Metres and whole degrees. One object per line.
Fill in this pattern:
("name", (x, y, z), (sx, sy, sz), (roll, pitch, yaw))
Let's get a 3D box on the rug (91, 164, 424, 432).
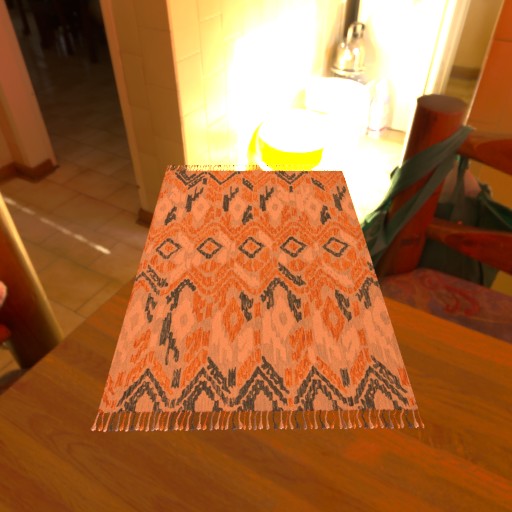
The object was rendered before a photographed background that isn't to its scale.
("rug", (0.000, 0.000, 2.939), (1.533, 0.010, 2.428), (0, 41, 0))
